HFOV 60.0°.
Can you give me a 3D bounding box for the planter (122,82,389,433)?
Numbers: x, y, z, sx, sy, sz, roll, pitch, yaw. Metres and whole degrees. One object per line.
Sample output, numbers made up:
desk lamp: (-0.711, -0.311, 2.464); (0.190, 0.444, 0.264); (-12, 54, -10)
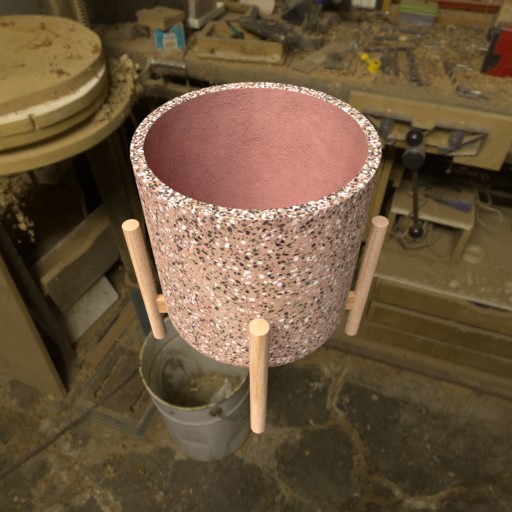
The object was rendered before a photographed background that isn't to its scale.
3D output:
planter: (0.000, 0.000, 0.694); (0.360, 0.419, 0.360); (16, 48, 15)
